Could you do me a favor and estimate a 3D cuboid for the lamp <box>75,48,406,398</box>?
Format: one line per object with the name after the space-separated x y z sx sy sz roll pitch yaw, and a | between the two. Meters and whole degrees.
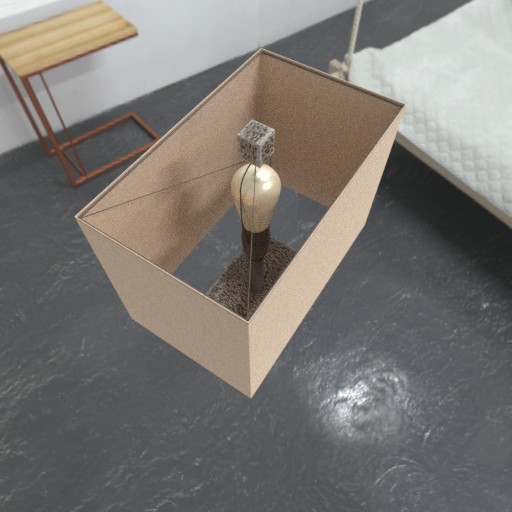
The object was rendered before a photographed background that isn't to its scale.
0.000 0.000 0.569 0.180 0.411 0.294 29 62 17 | lamp
